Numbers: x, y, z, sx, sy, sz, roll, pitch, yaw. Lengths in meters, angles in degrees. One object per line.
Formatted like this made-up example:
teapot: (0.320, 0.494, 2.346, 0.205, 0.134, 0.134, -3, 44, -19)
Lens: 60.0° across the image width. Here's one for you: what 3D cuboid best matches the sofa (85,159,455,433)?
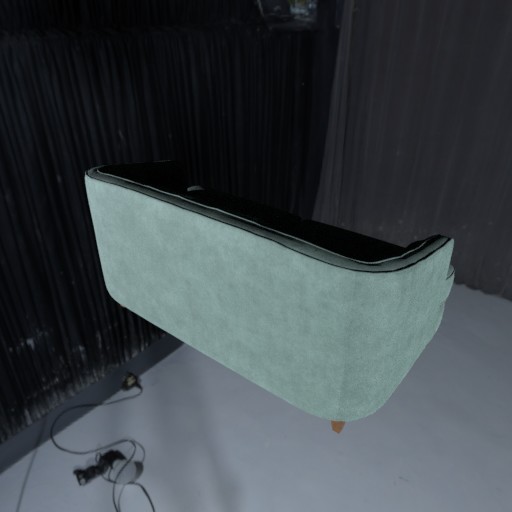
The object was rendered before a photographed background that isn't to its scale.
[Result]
sofa: (0.000, 0.000, 2.261, 1.733, 0.855, 0.941, 21, 36, 32)
